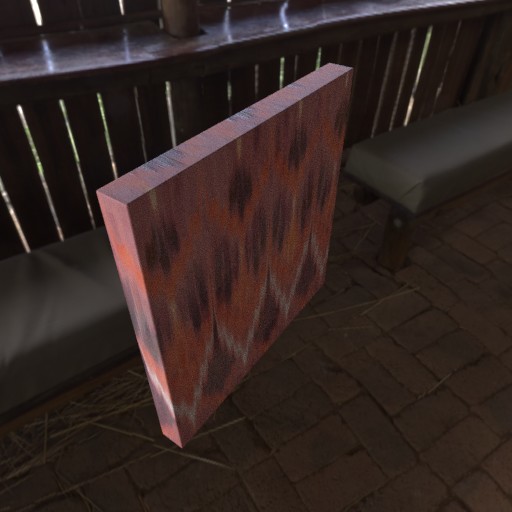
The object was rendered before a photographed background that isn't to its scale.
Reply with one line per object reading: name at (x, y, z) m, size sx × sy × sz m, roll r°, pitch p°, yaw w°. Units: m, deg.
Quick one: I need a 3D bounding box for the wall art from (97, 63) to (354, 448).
wall art at (0.000, 0.000, 0.615) m, size 0.038 × 0.406 × 0.403 m, roll 25°, pitch 47°, yaw 26°
